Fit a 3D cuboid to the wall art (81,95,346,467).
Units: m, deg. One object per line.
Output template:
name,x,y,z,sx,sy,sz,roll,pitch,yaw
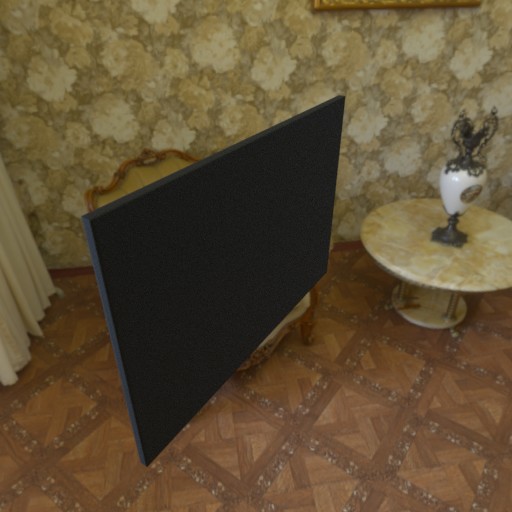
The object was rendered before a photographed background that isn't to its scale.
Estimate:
wall art,0.000,0.000,1.209,0.049,0.659,0.964,21,38,29
